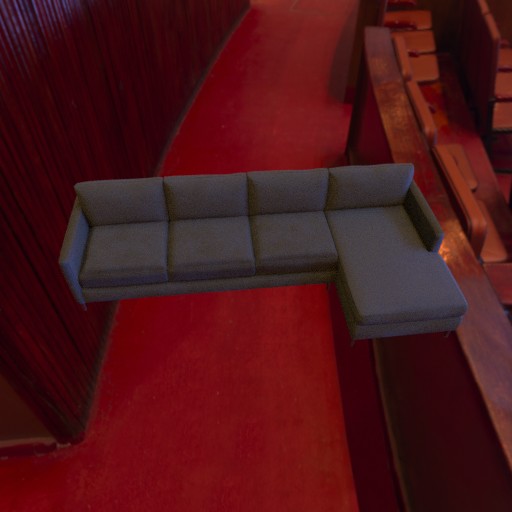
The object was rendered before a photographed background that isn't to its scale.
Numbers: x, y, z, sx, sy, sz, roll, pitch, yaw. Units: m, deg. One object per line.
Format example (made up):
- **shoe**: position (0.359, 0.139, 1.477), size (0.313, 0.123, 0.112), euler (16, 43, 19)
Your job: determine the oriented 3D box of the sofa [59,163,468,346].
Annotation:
- **sofa**: position (0.000, 0.000, 3.246), size (2.725, 0.756, 1.255), euler (-4, 47, -4)
